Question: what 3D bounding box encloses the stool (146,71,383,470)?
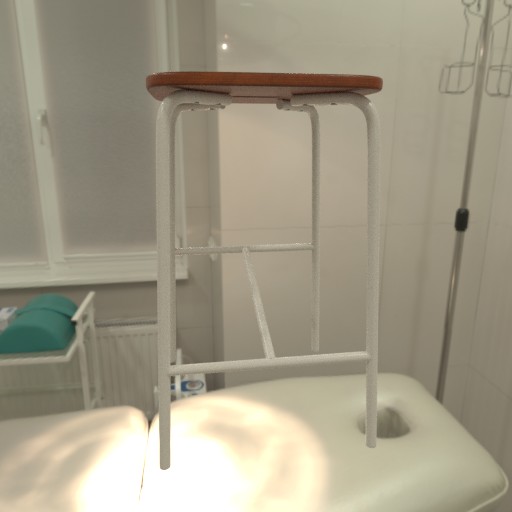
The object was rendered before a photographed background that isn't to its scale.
[{"bbox_3d":[0.000,0.000,0.848,0.376,0.610,0.376,-2,16,-8],"label":"stool"}]
